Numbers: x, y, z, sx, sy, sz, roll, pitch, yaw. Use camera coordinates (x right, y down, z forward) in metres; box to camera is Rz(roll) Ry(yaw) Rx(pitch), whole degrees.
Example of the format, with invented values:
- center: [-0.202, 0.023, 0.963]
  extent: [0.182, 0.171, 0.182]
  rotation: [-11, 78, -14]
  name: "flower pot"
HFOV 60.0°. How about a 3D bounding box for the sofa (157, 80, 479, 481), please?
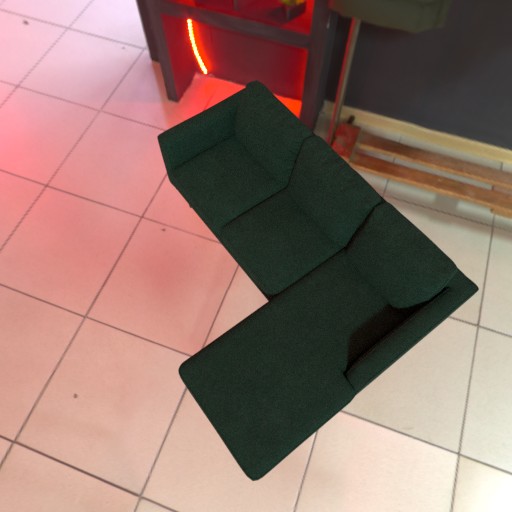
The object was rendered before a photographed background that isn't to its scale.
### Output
- center: [0.000, 0.000, 2.791]
  extent: [1.580, 0.899, 2.030]
  rotation: [-34, 68, -16]
  name: "sofa"
